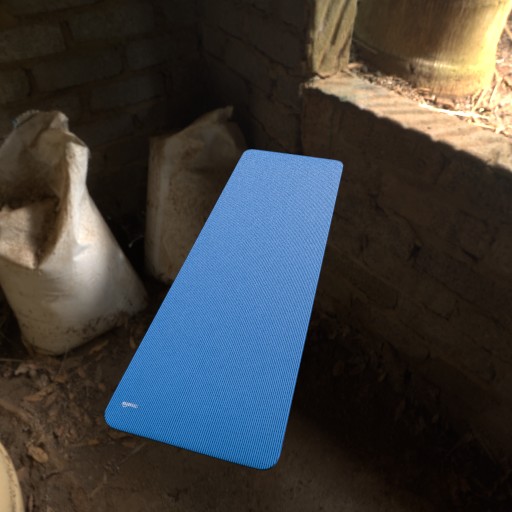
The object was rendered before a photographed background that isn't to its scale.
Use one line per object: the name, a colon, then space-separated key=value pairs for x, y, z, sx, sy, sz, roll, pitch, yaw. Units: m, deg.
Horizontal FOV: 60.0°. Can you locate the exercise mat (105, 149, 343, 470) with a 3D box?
exercise mat: x=0.000 y=0.000 z=2.089 sx=0.616 sy=0.021 sz=1.869 roll=10 pitch=45 yaw=11
